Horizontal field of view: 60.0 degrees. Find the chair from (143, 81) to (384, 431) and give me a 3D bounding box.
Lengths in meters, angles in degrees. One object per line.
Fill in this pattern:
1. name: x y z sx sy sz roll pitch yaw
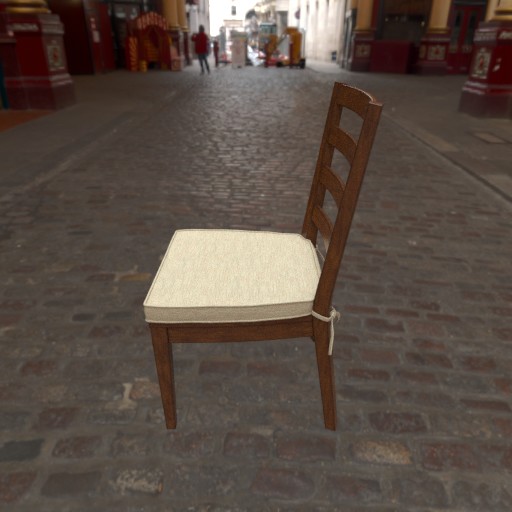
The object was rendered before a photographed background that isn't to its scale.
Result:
1. chair: 0.000 0.000 1.387 0.595 0.979 0.593 0 27 0
